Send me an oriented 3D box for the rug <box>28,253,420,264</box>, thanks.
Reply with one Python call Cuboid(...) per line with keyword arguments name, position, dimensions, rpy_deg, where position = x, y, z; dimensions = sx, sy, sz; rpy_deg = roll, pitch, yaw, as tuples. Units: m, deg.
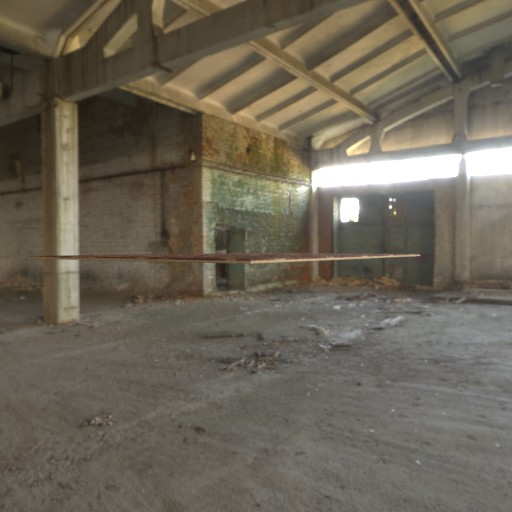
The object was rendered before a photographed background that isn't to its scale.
Cuboid(name="rug", position=(0.000, 0.000, 2.997), dimensions=(1.555, 0.016, 2.286), rpy_deg=(1, 1, 35))
